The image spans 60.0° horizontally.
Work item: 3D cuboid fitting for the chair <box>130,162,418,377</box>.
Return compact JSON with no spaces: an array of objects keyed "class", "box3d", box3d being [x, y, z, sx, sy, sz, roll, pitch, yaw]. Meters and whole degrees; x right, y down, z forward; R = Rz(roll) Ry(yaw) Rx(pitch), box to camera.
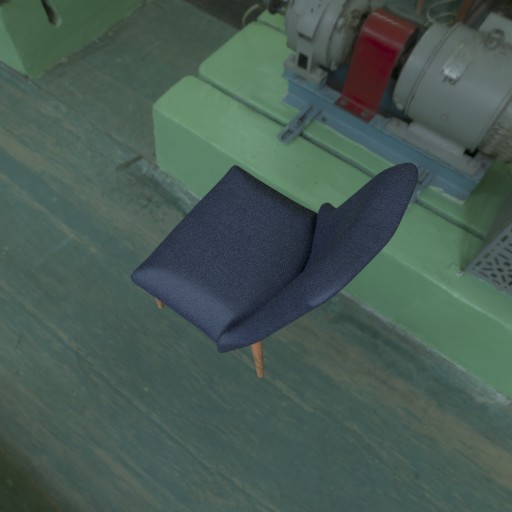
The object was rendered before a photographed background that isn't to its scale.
[{"class":"chair","box3d":[0.000,0.000,1.178,0.567,0.820,0.504,33,68,15]}]
